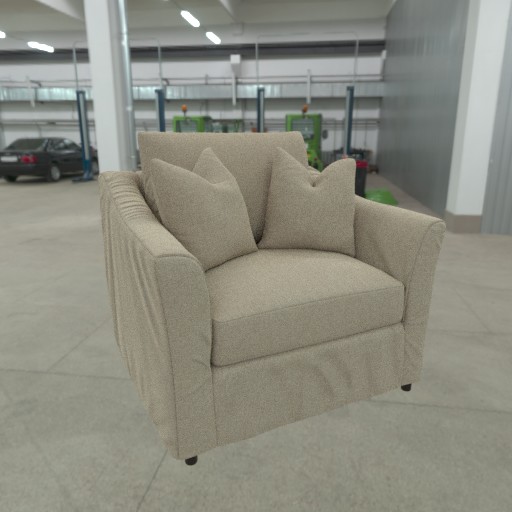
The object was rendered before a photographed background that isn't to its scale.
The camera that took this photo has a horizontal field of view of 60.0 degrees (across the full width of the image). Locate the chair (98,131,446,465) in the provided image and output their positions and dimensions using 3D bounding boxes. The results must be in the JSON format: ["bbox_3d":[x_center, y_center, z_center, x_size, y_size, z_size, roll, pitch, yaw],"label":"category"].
[{"bbox_3d":[0.000,0.000,2.007,1.194,1.093,1.071,-8,17,-26],"label":"chair"}]
